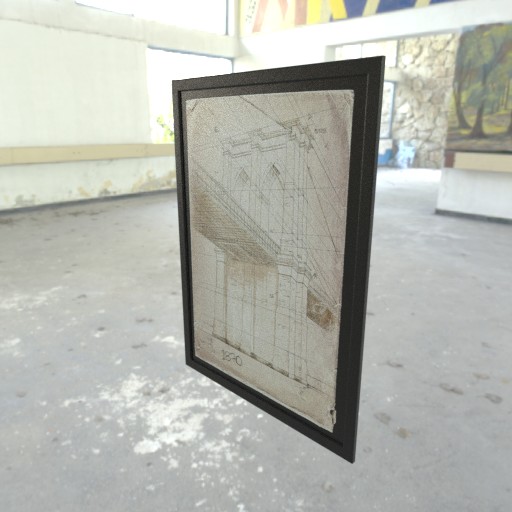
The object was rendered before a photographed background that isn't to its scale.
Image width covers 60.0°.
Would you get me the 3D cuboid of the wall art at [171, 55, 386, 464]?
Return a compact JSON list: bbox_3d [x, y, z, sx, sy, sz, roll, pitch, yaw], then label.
[{"bbox_3d":[0.000,0.000,1.246,0.707,0.967,0.013,16,22,42],"label":"wall art"}]
